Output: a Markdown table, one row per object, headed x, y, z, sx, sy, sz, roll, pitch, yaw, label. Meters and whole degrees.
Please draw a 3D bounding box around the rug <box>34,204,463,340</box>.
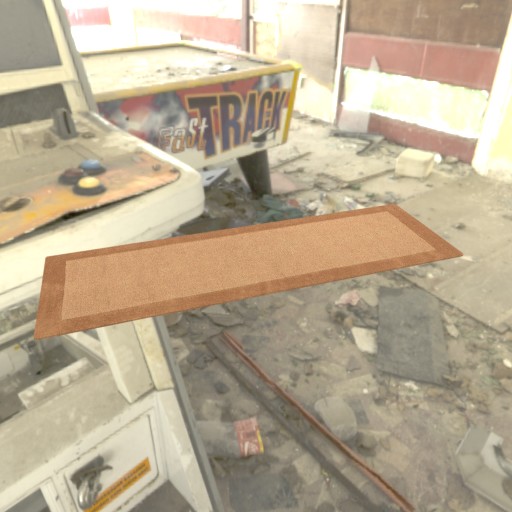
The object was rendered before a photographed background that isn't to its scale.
| x | y | z | sx | sy | sz | roll | pitch | yaw | label |
| --- | --- | --- | --- | --- | --- | --- | --- | --- | --- |
| 0.000 | 0.000 | 2.704 | 2.439 | 0.017 | 0.764 | -10 | 33 | -15 | rug |
